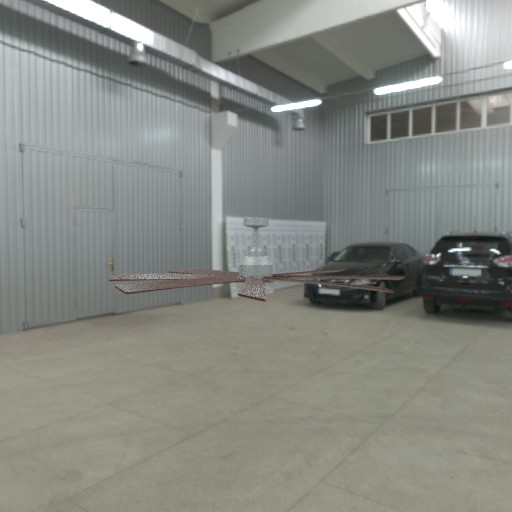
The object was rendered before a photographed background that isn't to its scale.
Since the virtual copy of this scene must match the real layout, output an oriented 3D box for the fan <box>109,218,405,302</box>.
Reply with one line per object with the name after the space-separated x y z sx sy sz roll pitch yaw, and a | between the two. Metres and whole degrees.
0.000 0.000 2.779 1.830 0.472 1.830 0 2 1 | fan
